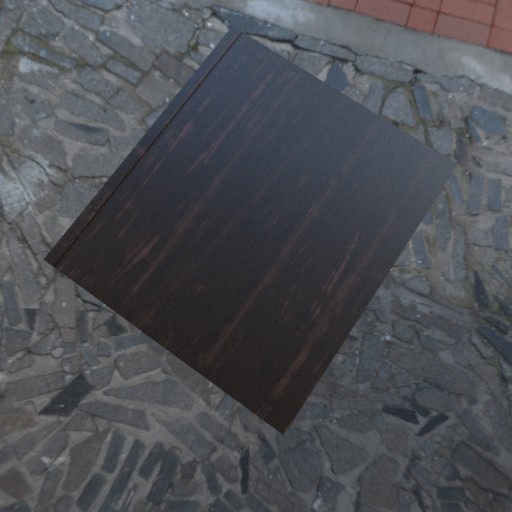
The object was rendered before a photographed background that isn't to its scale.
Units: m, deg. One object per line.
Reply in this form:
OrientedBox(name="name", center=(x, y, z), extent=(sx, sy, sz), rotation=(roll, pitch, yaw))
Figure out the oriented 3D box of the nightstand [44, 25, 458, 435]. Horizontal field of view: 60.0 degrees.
OrientedBox(name="nightstand", center=(0.000, 0.000, 0.828), extent=(0.356, 0.559, 0.400), rotation=(34, 80, 7))
